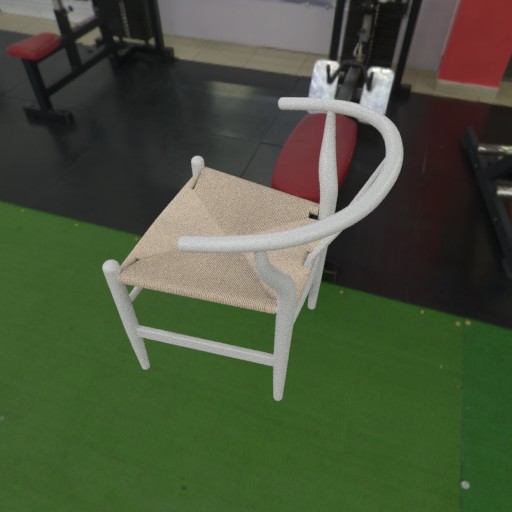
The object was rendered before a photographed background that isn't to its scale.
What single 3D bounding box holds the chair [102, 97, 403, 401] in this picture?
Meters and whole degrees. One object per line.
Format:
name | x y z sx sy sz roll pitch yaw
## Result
chair | 0.000 0.000 1.149 0.579 0.730 0.569 16 48 14
